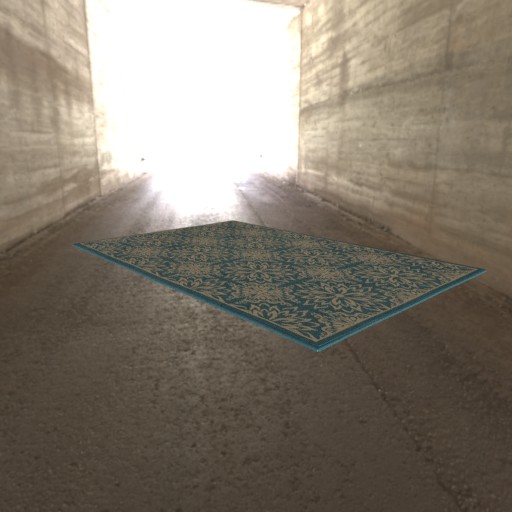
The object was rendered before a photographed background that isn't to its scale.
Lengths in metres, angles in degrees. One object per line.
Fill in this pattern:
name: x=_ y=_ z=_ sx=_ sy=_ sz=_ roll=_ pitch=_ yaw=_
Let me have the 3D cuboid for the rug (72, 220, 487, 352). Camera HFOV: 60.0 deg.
rug: x=0.000 y=0.000 z=2.301 sx=1.211 sy=0.012 sz=1.833 roll=-13 pitch=19 yaw=-41
